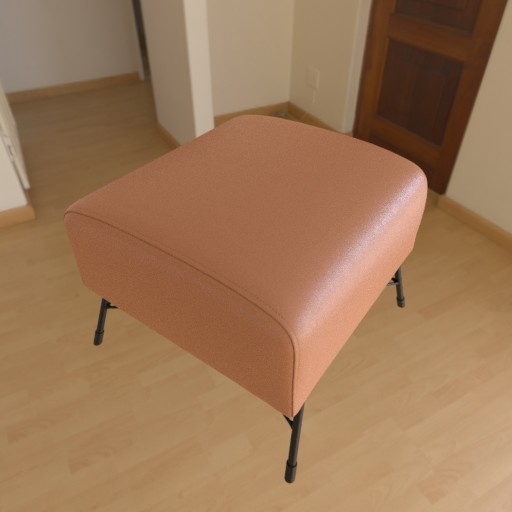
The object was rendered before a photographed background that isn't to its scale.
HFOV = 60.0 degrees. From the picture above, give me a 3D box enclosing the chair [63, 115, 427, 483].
[{"bbox_3d":[0.000,0.000,0.914,0.530,0.410,0.530,25,46,27],"label":"chair"}]
